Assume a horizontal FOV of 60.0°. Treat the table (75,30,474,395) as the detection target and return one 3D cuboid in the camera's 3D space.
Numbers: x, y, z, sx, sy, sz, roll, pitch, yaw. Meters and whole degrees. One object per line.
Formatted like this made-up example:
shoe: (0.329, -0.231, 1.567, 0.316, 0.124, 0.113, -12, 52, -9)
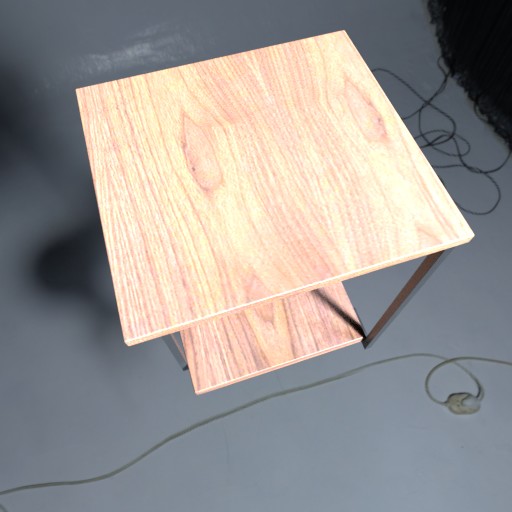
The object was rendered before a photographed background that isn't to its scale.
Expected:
table: (0.000, 0.000, 0.821, 0.411, 0.567, 0.384, -16, 64, -8)
